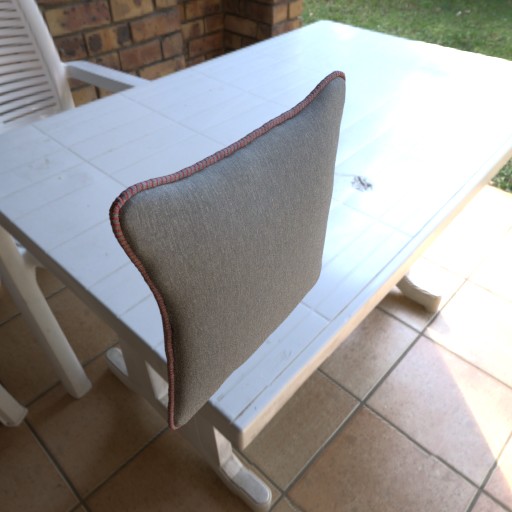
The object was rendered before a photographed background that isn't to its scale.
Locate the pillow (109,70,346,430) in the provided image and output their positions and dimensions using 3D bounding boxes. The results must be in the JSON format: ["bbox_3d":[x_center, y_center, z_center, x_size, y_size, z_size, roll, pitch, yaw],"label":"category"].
[{"bbox_3d":[0.000,0.000,0.740,0.124,0.491,0.482,27,49,27],"label":"pillow"}]
